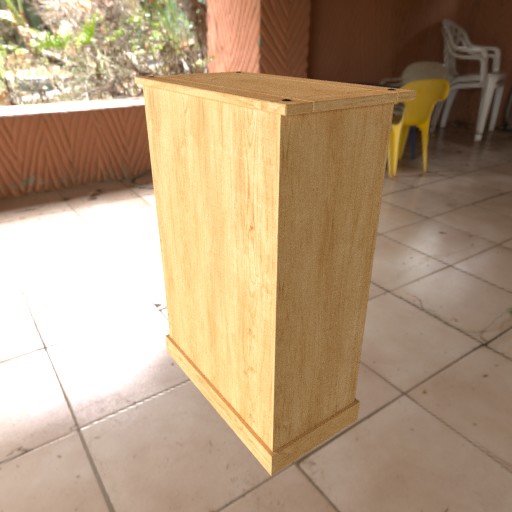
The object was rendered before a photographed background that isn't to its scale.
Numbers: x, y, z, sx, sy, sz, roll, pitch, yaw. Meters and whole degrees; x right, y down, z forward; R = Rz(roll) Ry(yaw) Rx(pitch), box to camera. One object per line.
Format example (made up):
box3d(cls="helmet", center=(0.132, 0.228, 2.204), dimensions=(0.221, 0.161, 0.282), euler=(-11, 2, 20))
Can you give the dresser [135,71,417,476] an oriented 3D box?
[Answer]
box3d(cls="dresser", center=(0.000, 0.000, 1.769), dimensions=(0.485, 1.300, 0.915), euler=(-18, 32, -31))
